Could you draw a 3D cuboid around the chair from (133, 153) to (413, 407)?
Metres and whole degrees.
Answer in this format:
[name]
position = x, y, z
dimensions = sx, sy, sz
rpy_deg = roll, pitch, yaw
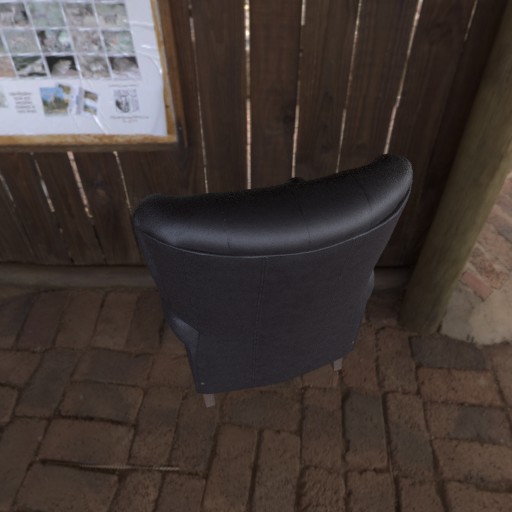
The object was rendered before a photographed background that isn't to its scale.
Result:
[chair]
position = 0.000, 0.000, 1.942
dimensions = 0.948, 1.158, 1.058
rpy_deg = -12, 42, -13
